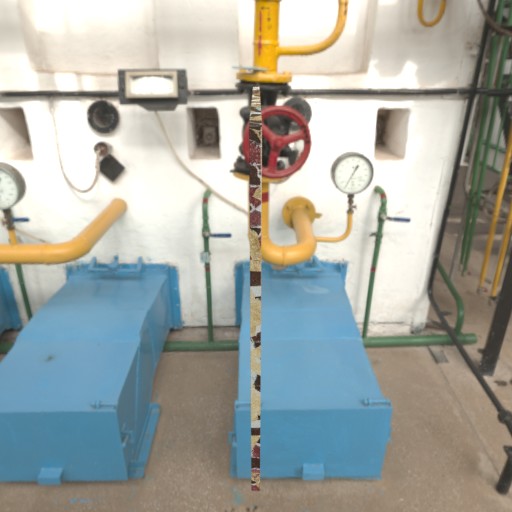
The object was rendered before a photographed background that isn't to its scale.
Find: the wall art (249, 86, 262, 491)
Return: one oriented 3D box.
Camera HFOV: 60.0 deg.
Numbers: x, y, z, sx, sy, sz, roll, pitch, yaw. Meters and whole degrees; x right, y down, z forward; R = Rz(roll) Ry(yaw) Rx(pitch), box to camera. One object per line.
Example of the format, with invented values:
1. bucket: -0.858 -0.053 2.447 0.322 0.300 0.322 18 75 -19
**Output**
1. wall art: 0.000 0.000 0.605 0.010 0.406 0.404 0 25 0
